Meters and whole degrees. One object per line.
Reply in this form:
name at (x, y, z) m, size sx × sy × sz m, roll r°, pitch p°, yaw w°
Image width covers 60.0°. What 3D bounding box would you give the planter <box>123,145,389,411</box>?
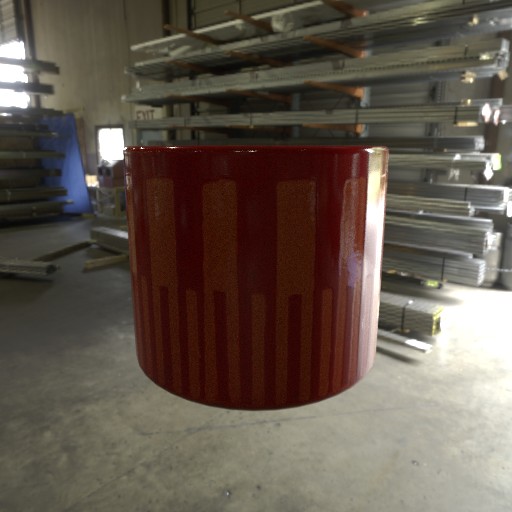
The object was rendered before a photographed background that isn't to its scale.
planter at (0.000, 0.000, 0.420) m, size 0.230 × 0.202 × 0.230 m, roll 0°, pitch 14°, yaw 0°
